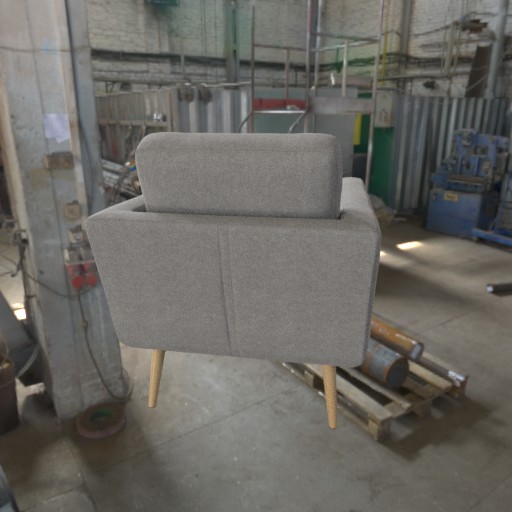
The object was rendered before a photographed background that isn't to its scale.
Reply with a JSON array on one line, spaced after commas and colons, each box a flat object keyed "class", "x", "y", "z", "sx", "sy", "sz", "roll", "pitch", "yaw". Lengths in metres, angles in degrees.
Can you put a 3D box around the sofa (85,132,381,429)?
[{"class": "sofa", "x": 0.000, "y": 0.000, "z": 1.562, "sx": 0.770, "sy": 0.860, "sz": 0.920, "roll": 3, "pitch": 18, "yaw": 10}]
